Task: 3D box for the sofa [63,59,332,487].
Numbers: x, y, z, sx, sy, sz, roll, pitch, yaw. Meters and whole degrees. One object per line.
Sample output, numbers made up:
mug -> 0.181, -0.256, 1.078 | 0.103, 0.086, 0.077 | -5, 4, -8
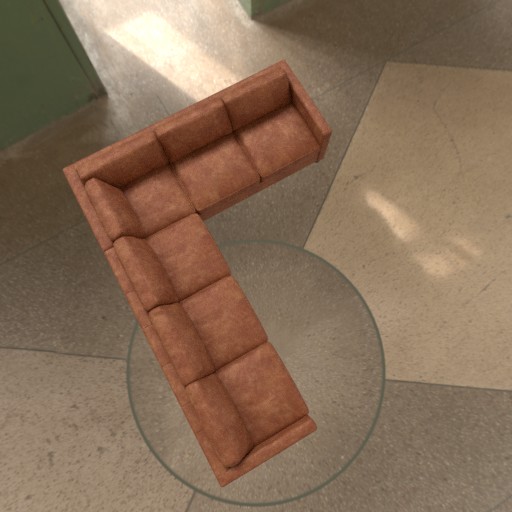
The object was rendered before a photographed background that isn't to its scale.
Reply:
sofa -> 0.000, 0.000, 4.237 | 2.438, 0.838, 3.167 | -29, 78, -7
